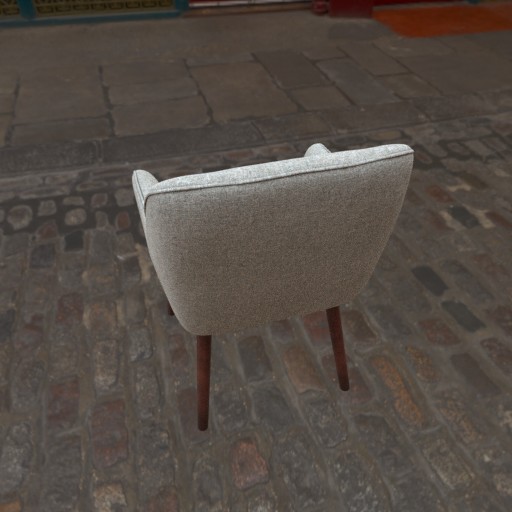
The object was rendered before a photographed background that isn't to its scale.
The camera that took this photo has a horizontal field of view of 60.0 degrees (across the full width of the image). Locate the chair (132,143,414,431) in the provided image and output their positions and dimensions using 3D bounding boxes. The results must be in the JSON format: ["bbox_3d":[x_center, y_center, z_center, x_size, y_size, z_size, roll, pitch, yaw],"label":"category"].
[{"bbox_3d":[0.000,0.000,1.149,0.543,0.803,0.519,-11,43,-12],"label":"chair"}]
